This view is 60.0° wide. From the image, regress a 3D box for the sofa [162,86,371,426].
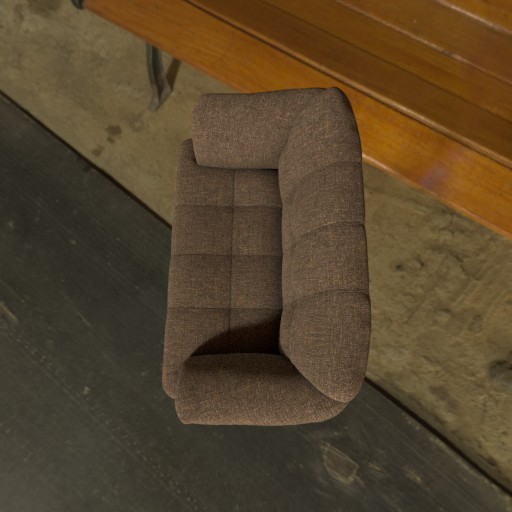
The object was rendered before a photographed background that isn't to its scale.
[{"bbox_3d":[0.000,0.000,2.006,0.799,0.895,1.404,1,74,0],"label":"sofa"}]
